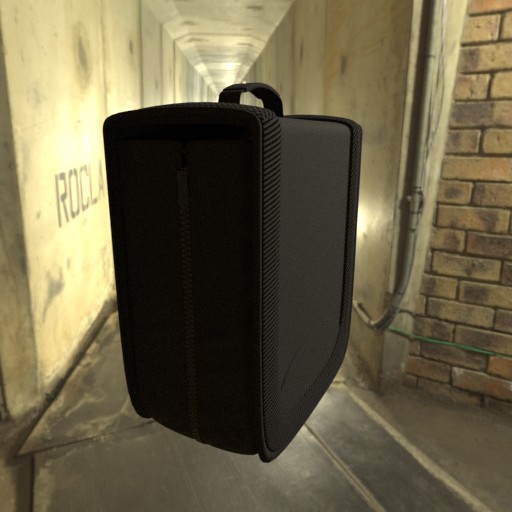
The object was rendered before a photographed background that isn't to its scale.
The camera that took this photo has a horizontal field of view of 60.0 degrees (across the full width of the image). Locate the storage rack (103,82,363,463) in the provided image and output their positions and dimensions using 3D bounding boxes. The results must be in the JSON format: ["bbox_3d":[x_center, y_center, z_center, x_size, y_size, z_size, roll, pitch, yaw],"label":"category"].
[{"bbox_3d":[0.000,0.000,0.531,0.168,0.387,0.297,8,17,27],"label":"storage rack"}]
